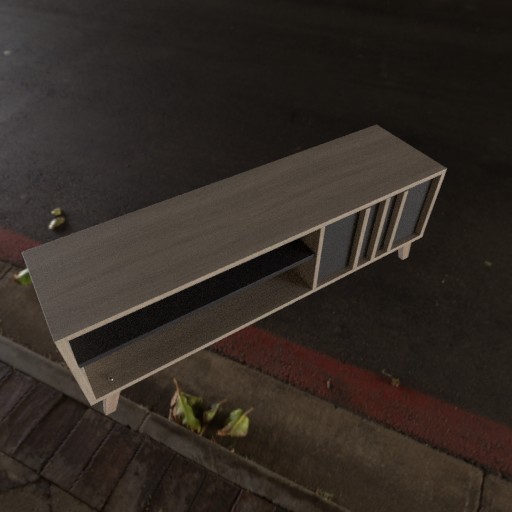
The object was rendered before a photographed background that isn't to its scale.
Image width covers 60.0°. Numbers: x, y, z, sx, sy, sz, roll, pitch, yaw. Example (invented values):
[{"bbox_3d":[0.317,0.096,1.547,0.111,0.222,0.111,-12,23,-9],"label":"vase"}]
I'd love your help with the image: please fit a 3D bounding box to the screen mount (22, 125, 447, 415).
[{"bbox_3d":[0.000,0.000,1.743,1.500,0.509,0.401,-24,50,-22],"label":"screen mount"}]
